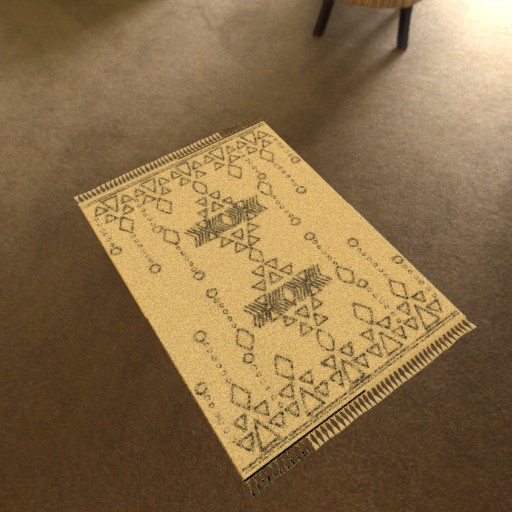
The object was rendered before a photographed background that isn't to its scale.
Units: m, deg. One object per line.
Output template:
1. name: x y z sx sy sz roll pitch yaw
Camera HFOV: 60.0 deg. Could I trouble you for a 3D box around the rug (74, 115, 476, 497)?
1. rug: 0.000 0.000 2.915 1.600 0.013 2.312 -30 62 -18
